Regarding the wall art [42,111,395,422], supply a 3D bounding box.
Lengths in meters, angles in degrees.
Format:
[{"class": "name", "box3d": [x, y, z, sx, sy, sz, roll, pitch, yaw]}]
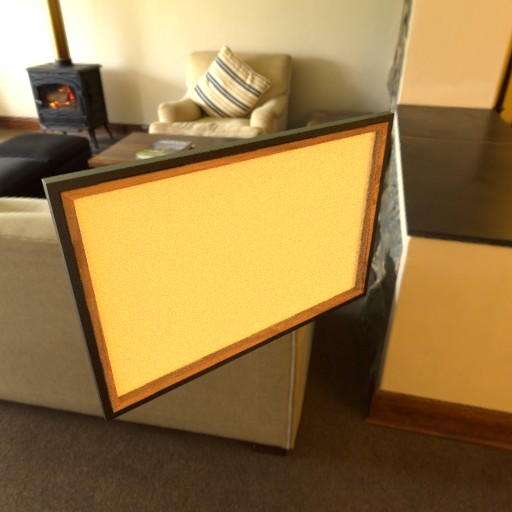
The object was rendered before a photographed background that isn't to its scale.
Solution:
[{"class": "wall art", "box3d": [0.000, 0.000, 0.838, 0.659, 0.446, 0.022, -20, 36, -30]}]
